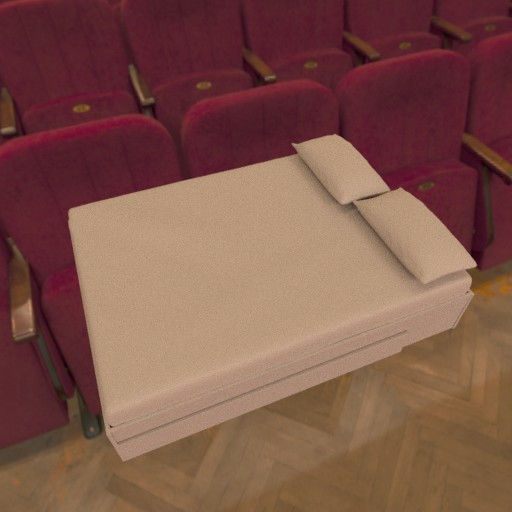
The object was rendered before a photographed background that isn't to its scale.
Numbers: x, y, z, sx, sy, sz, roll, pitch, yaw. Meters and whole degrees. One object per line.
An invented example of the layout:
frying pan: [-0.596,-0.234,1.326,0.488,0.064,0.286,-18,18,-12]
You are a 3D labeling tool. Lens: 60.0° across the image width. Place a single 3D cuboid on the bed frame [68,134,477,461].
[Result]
bed frame: [0.000,0.000,2.577,1.950,0.629,1.450,-17,49,-15]
